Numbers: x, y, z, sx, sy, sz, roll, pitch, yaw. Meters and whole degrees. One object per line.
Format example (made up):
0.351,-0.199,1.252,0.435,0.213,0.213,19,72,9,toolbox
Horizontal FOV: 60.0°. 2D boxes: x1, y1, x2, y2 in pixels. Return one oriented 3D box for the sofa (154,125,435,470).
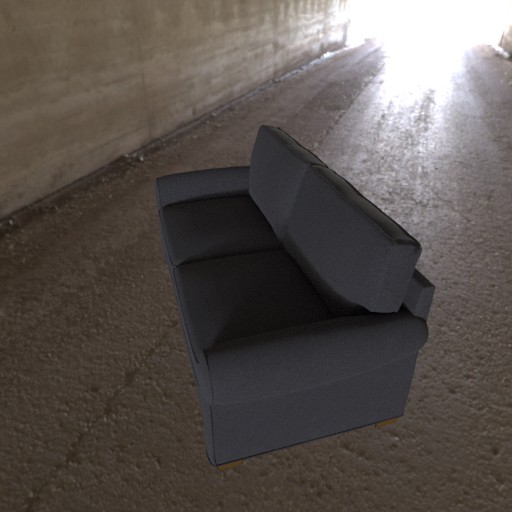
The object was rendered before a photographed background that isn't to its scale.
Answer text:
0.000,0.000,2.502,0.951,1.031,2.009,-9,33,-14,sofa
